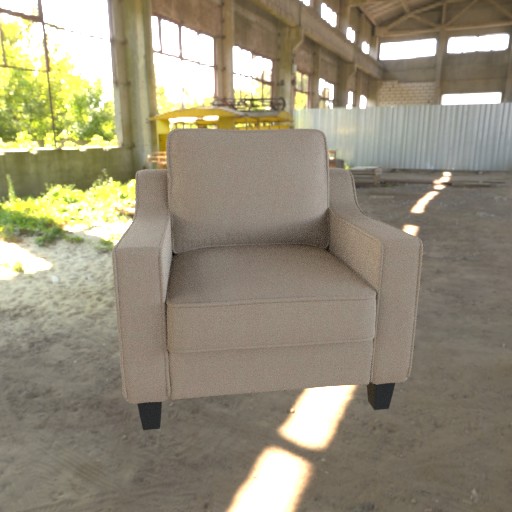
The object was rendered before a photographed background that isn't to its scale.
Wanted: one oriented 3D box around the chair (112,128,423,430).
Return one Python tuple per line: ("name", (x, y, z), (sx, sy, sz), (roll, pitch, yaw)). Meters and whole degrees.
("chair", (0.000, 0.000, 1.692), (0.922, 0.948, 0.882), (-2, 15, -8))
